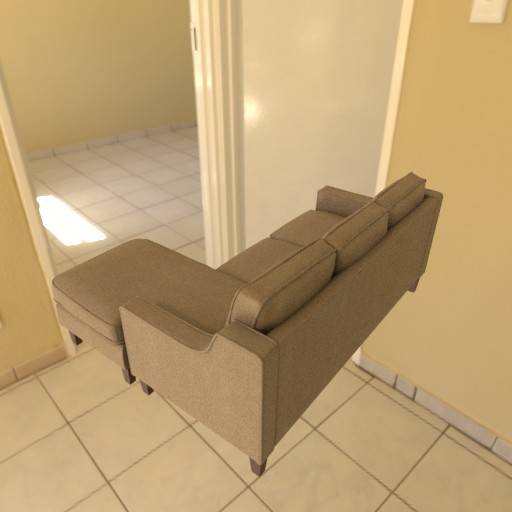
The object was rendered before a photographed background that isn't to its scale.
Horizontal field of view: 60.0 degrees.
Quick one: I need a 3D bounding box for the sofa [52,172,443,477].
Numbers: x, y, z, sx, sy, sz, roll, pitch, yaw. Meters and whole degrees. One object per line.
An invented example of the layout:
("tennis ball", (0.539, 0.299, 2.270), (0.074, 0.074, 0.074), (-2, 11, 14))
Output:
("sofa", (0.000, 0.000, 3.284), (1.858, 1.081, 2.317), (22, 37, 32))
